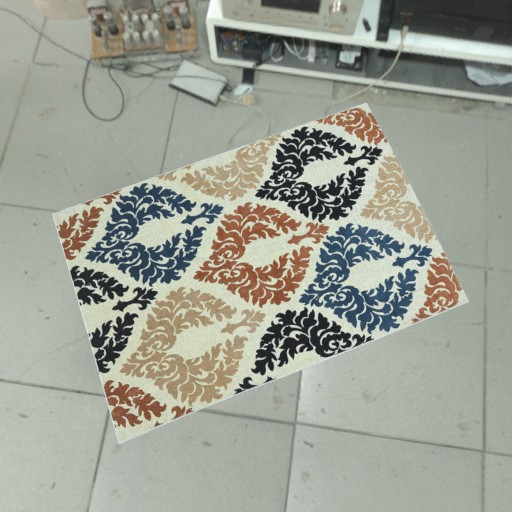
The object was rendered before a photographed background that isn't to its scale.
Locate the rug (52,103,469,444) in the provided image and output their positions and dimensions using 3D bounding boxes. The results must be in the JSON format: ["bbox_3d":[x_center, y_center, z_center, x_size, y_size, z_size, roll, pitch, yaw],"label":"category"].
[{"bbox_3d":[0.000,0.000,2.825,2.275,0.014,1.514,-21,76,-5],"label":"rug"}]
